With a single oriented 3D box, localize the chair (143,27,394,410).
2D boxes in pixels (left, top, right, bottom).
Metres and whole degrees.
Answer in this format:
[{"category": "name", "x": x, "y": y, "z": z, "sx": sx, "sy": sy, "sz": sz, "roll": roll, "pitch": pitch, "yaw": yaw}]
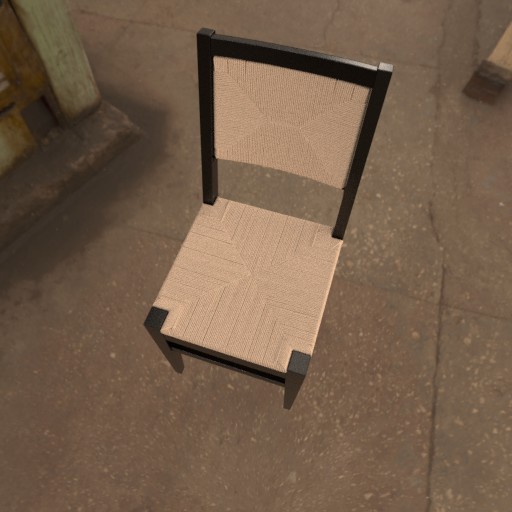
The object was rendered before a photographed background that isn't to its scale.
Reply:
[{"category": "chair", "x": 0.000, "y": 0.000, "z": 1.220, "sx": 0.437, "sy": 0.927, "sz": 0.552, "roll": 16, "pitch": 60, "yaw": 9}]
